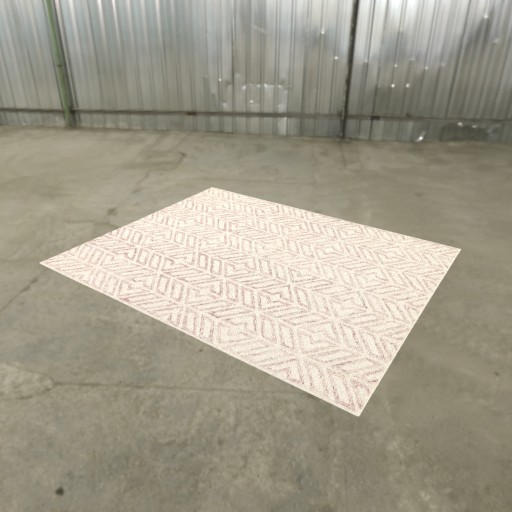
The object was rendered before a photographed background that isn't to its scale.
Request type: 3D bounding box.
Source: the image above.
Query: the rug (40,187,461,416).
[{"bbox_3d":[0.000,0.000,4.080,3.045,0.008,2.421,18,33,30],"label":"rug"}]
